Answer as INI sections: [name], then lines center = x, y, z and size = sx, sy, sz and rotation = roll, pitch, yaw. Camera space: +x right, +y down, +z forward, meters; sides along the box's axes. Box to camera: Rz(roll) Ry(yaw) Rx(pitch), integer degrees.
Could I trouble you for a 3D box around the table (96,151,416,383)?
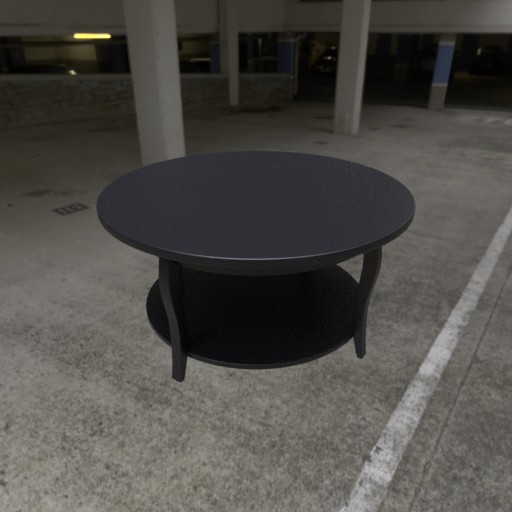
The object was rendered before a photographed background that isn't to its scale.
[table]
center = 0.000, 0.000, 1.436
size = 0.914, 0.457, 0.914
rotation = 0, 27, 0
